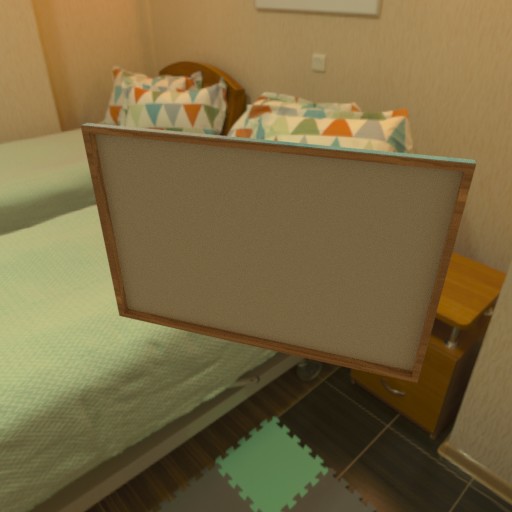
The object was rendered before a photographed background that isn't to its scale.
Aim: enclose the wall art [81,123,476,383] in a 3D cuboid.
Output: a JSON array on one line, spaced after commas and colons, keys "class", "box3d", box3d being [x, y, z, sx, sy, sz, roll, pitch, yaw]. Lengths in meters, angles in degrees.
[{"class": "wall art", "box3d": [0.000, 0.000, 0.764, 0.604, 0.402, 0.018, 10, 33, 15]}]
